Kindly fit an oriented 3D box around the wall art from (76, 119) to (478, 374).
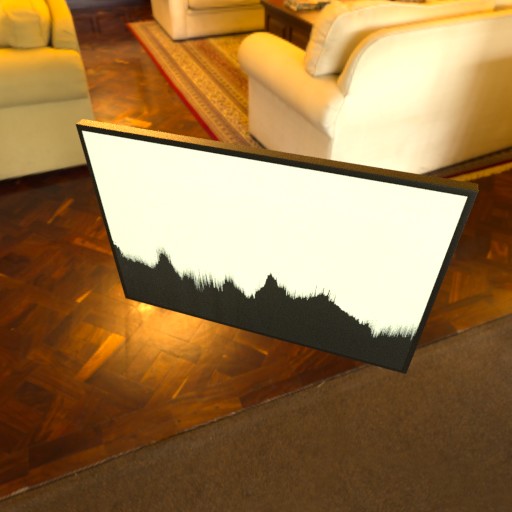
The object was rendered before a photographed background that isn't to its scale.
[{"bbox_3d":[0.000,0.000,0.850,0.659,0.446,0.022,13,43,14],"label":"wall art"}]
